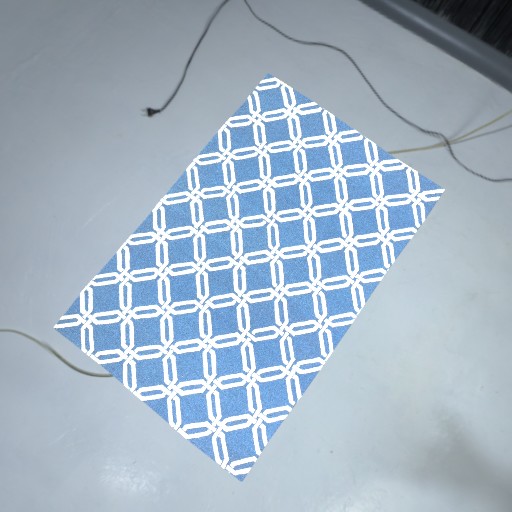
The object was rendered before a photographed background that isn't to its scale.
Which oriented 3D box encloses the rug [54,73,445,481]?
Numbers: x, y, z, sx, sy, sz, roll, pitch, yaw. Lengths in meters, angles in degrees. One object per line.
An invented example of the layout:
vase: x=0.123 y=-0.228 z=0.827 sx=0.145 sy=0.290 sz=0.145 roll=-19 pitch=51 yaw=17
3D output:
rug: x=0.000 y=0.000 z=2.217 sx=1.153 sy=0.010 sz=1.755 roll=36 pitch=80 yaw=8
